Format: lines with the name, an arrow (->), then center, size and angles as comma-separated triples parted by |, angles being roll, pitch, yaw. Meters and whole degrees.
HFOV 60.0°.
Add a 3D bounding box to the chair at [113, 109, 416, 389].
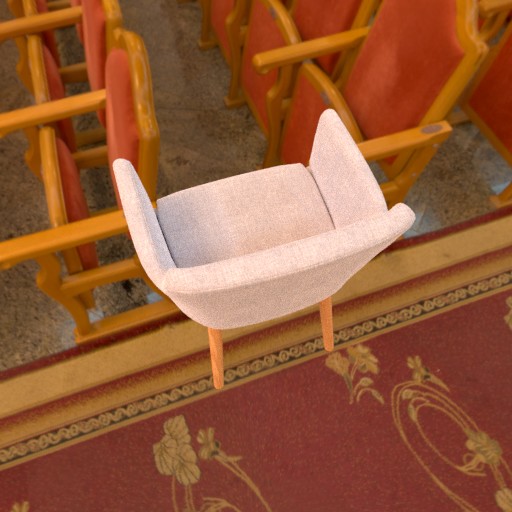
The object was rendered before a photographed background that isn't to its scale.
chair -> 0.000, 0.000, 1.184 | 0.570, 0.780, 0.540 | -16, 60, -10
